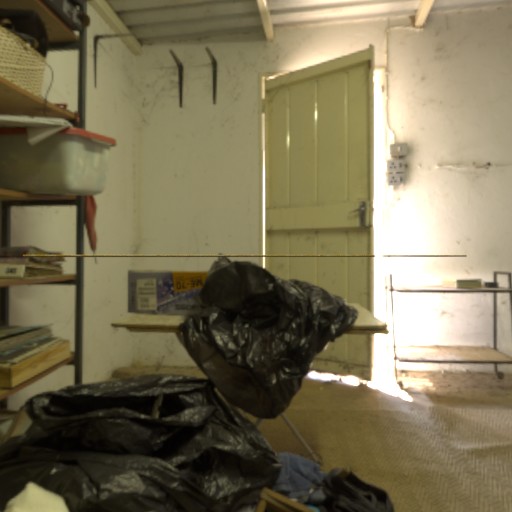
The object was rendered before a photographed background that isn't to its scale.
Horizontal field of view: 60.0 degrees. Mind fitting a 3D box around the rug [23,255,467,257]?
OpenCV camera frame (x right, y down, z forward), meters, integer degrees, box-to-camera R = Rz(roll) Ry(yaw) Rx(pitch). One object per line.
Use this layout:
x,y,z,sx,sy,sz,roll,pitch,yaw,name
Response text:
0.000,0.000,2.714,2.438,0.010,0.775,0,0,-16,rug
